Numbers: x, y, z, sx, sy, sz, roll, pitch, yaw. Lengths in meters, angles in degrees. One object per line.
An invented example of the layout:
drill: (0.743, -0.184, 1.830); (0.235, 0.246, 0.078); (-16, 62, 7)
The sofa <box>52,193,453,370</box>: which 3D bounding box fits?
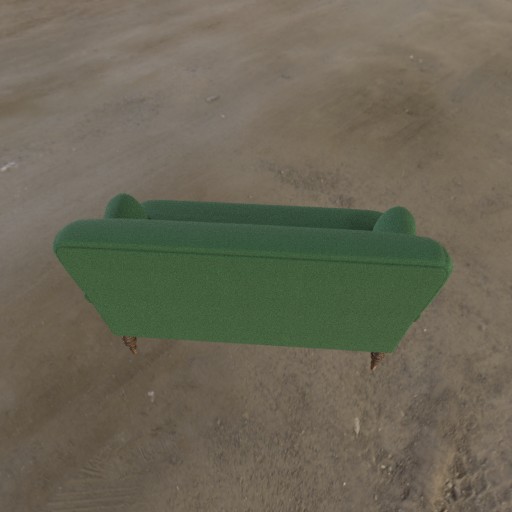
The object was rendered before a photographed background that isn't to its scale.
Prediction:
sofa: (0.000, 0.000, 1.842); (1.297, 0.889, 0.779); (3, 48, 3)
